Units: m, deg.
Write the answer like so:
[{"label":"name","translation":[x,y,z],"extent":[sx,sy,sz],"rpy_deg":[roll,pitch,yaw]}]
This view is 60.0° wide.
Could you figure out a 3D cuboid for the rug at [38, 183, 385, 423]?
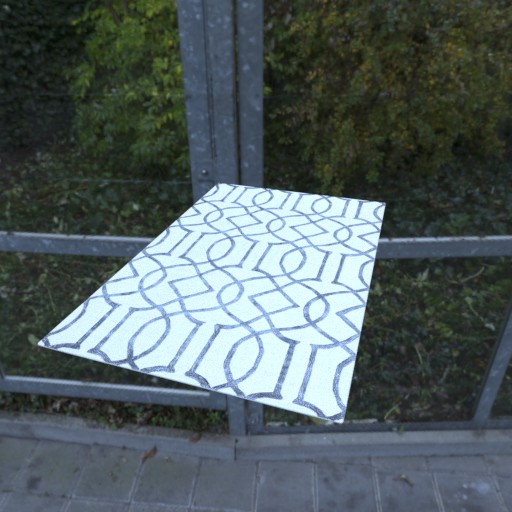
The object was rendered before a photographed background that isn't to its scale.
[{"label":"rug","translation":[0.000,0.000,2.971],"extent":[1.521,0.017,2.365],"rpy_deg":[9,31,16]}]
